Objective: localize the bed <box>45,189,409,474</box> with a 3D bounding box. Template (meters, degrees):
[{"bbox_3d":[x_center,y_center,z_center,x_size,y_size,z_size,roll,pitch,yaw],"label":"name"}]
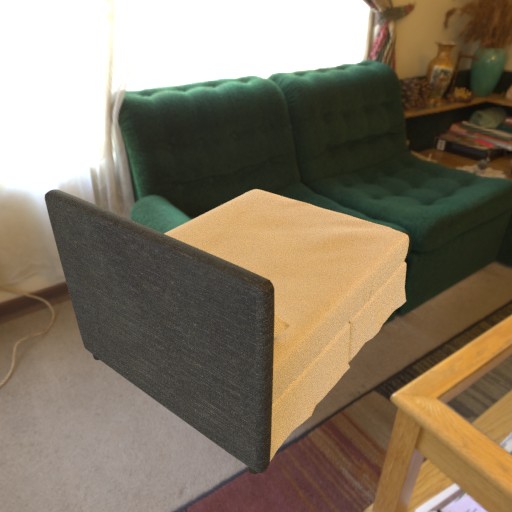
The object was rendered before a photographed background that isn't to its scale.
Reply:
[{"bbox_3d":[0.000,0.000,3.264,1.723,1.330,2.142,22,37,32],"label":"bed"}]
